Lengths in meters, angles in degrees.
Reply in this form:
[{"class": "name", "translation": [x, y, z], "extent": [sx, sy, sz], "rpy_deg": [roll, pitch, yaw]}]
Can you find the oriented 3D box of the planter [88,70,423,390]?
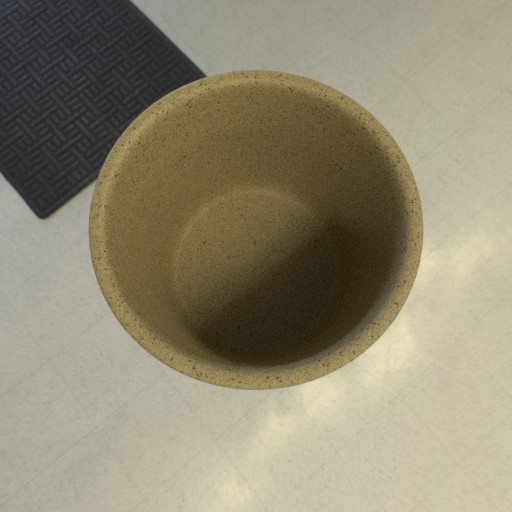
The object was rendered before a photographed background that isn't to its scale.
[{"class": "planter", "translation": [0.000, 0.000, 0.414], "extent": [0.228, 0.235, 0.228], "rpy_deg": [0, 76, 0]}]
